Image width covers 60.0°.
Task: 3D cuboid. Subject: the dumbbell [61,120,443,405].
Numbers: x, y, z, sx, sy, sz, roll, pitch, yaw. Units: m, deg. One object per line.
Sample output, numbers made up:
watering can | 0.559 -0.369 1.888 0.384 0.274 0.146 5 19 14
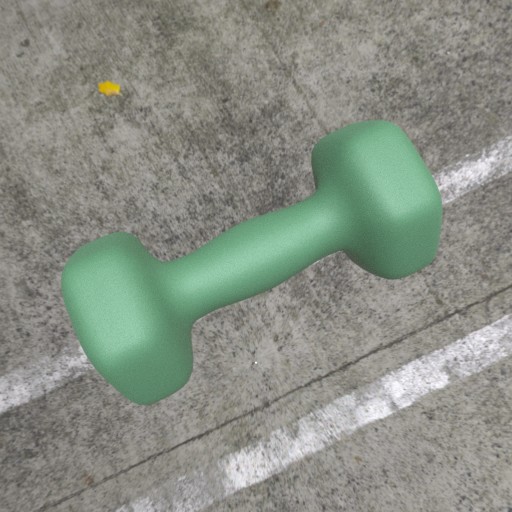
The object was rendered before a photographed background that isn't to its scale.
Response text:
dumbbell | 0.000 0.000 0.324 0.257 0.114 0.126 -25 78 -6
